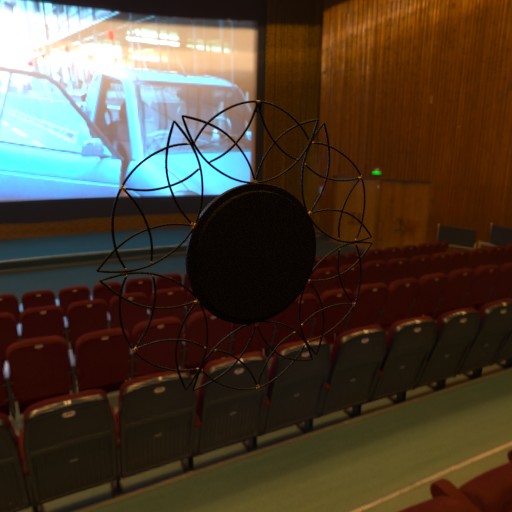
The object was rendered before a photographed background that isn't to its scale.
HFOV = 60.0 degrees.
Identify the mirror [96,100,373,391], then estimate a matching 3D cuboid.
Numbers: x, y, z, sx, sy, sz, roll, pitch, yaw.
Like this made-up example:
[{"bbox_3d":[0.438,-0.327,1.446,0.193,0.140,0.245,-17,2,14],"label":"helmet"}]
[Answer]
[{"bbox_3d":[0.000,0.000,1.167,0.797,0.775,0.028,-7,16,-26],"label":"mirror"}]
